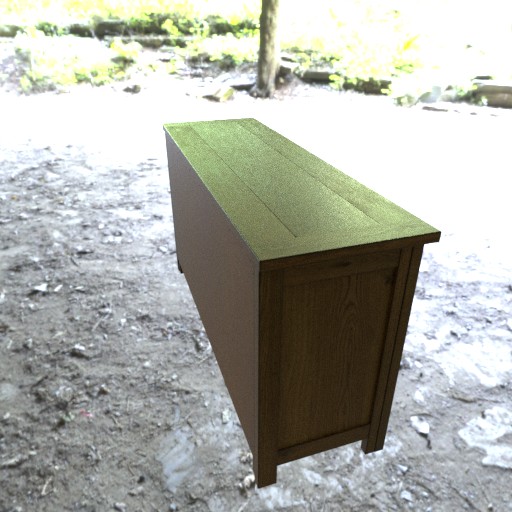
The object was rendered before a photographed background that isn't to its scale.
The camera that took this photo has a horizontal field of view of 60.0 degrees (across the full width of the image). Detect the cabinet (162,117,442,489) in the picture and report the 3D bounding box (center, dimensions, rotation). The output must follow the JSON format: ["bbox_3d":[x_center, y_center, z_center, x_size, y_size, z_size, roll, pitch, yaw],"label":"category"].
[{"bbox_3d":[0.000,0.000,1.829,0.480,0.813,1.474,-9,30,-16],"label":"cabinet"}]
